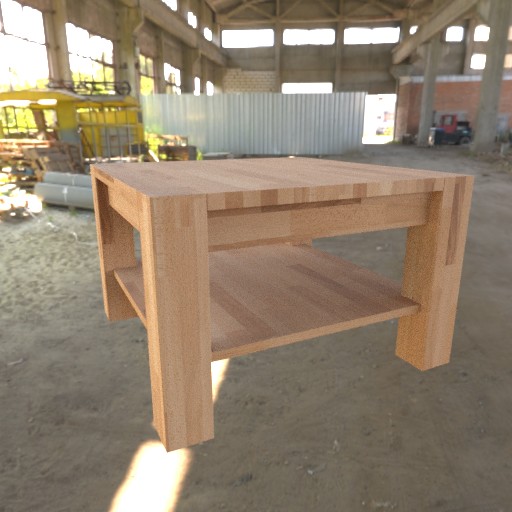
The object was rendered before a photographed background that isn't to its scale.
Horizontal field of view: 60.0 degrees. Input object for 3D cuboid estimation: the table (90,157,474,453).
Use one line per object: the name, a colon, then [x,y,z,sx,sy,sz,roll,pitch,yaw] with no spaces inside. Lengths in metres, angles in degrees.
table: [0.000,0.000,1.165,0.700,0.451,0.700,-8,18,-25]
